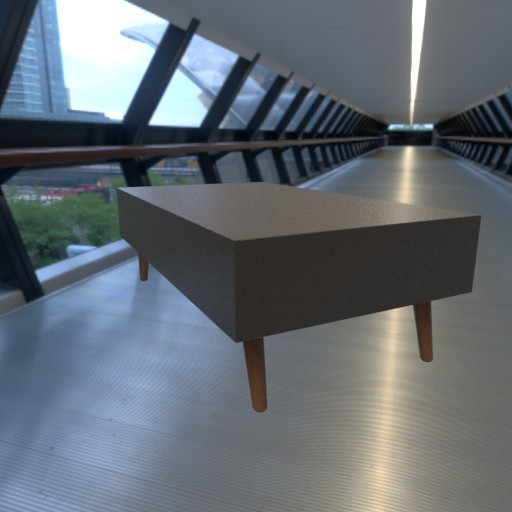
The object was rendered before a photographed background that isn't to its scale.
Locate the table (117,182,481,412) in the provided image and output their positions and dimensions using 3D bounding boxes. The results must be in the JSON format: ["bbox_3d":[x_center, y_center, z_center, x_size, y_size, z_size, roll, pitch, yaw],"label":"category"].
[{"bbox_3d":[0.000,0.000,1.545,0.703,0.404,1.201,-7,16,-26],"label":"table"}]
